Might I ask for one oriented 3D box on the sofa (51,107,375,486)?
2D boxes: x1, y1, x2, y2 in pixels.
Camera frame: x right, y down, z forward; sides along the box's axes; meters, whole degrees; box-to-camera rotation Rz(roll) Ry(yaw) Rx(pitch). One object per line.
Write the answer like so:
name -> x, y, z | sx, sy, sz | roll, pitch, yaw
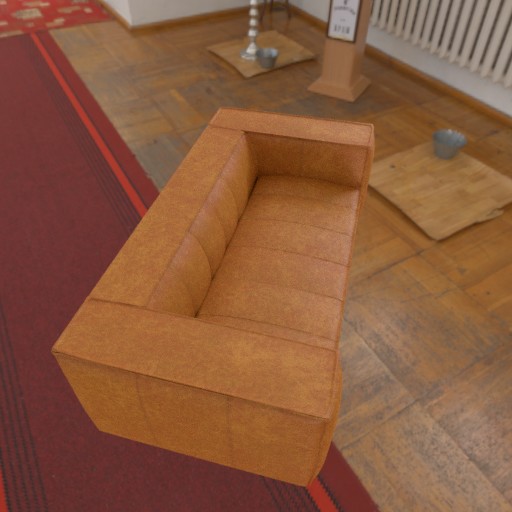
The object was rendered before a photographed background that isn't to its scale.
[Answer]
sofa -> 0.000, 0.000, 2.466 | 1.102, 0.703, 2.088 | 10, 45, 10
